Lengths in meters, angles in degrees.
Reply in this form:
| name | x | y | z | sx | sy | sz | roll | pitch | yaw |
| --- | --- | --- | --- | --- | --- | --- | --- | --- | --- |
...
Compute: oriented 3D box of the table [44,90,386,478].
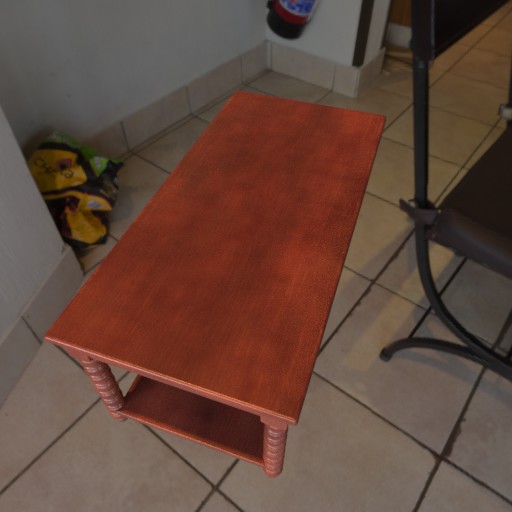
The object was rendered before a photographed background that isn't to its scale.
| name | x | y | z | sx | sy | sz | roll | pitch | yaw |
| --- | --- | --- | --- | --- | --- | --- | --- | --- | --- |
| table | 0.000 | 0.000 | 1.441 | 0.580 | 0.485 | 1.171 | 14 | 49 | 13 |
